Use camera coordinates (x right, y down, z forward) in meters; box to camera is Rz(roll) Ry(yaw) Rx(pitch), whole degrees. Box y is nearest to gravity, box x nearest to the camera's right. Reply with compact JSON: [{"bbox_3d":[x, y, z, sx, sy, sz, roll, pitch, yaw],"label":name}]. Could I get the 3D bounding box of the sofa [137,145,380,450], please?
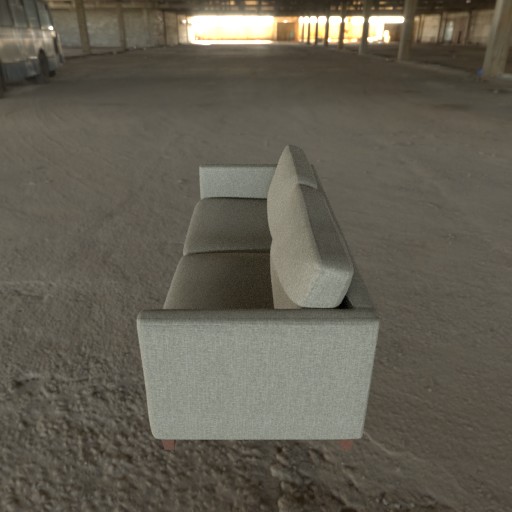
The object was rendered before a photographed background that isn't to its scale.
[{"bbox_3d":[0.000,0.000,2.741,0.956,0.960,2.208,0,27,0],"label":"sofa"}]
